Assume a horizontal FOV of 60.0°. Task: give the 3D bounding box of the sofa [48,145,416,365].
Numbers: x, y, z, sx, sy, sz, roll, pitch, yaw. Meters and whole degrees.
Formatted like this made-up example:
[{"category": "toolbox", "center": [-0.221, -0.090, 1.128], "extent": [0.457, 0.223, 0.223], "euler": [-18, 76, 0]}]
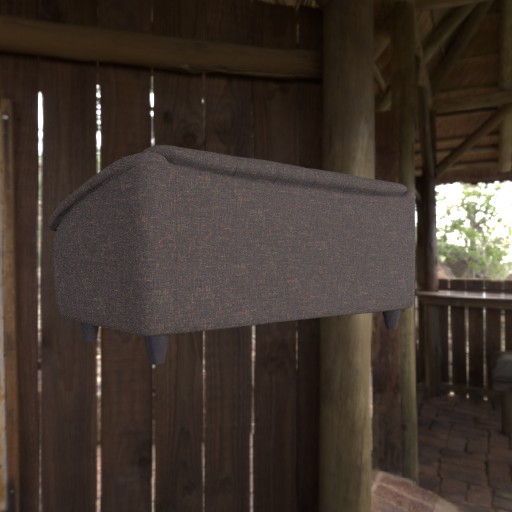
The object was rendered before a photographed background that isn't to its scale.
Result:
[{"category": "sofa", "center": [0.000, 0.000, 2.278], "extent": [1.849, 0.790, 0.887], "euler": [0, -1, -36]}]
